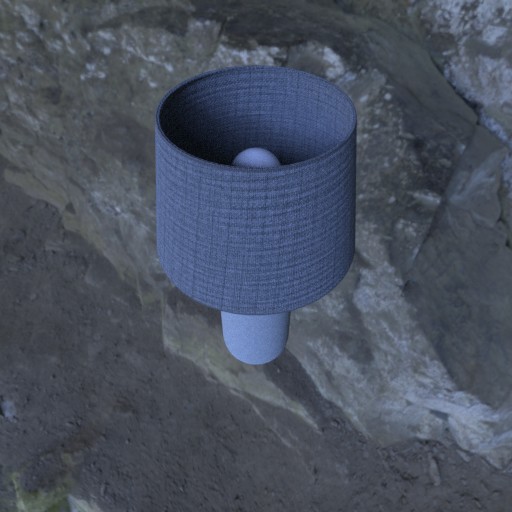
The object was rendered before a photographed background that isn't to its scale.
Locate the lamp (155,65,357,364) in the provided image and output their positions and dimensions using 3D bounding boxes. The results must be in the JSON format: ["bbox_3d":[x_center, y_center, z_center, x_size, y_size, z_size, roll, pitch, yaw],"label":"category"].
[{"bbox_3d":[0.000,0.000,0.597,0.251,0.429,0.251,0,47,0],"label":"lamp"}]
